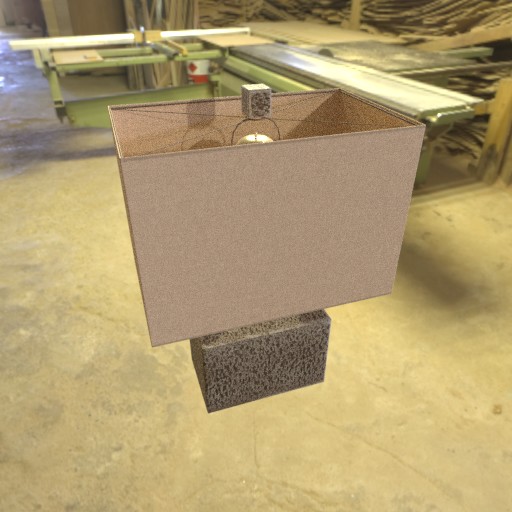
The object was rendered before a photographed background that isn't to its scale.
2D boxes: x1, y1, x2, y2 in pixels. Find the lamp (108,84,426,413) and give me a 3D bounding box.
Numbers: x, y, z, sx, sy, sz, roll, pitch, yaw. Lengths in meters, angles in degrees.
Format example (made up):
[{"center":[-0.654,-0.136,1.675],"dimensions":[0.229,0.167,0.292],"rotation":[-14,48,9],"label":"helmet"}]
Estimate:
[{"center":[0.000,0.000,0.565],"dimensions":[0.294,0.411,0.180],"rotation":[-10,34,-16],"label":"lamp"}]
